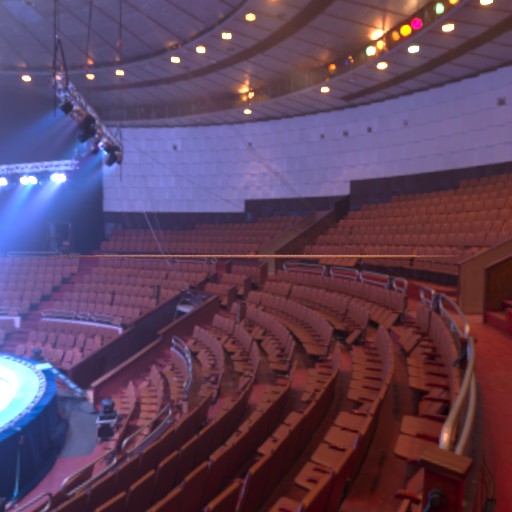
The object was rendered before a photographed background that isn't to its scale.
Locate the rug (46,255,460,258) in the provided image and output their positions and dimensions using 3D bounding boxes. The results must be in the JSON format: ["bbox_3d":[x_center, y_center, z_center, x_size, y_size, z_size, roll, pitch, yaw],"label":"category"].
[{"bbox_3d":[0.000,0.000,4.183,3.048,0.014,2.438,0,0,37],"label":"rug"}]
